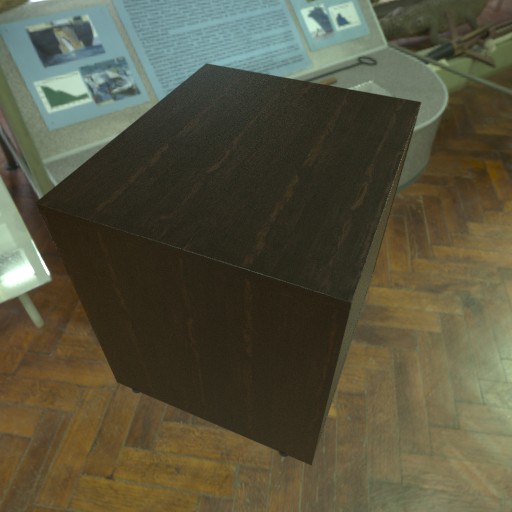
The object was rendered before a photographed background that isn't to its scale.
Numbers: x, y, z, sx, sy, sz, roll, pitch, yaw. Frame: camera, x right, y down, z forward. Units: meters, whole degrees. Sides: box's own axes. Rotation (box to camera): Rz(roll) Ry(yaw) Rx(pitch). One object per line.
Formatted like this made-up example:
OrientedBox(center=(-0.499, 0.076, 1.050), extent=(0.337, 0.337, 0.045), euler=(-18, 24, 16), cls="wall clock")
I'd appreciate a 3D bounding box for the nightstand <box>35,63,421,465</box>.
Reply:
OrientedBox(center=(0.000, 0.000, 0.857), extent=(0.427, 0.487, 0.489), euler=(17, 48, 16), cls="nightstand")
